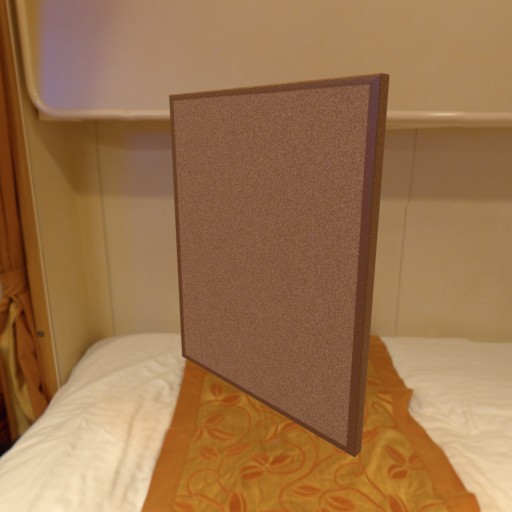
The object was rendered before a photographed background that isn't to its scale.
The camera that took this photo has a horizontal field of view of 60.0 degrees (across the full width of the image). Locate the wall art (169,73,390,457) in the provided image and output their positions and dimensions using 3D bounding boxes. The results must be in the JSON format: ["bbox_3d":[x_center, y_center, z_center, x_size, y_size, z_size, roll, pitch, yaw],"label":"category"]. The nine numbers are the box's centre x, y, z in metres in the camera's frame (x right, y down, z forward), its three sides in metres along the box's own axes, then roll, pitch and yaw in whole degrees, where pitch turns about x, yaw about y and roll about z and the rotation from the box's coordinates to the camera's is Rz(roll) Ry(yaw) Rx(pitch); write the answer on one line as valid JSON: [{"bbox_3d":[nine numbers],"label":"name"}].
[{"bbox_3d":[0.000,0.000,0.528,0.015,0.379,0.310,-15,21,-43],"label":"wall art"}]
